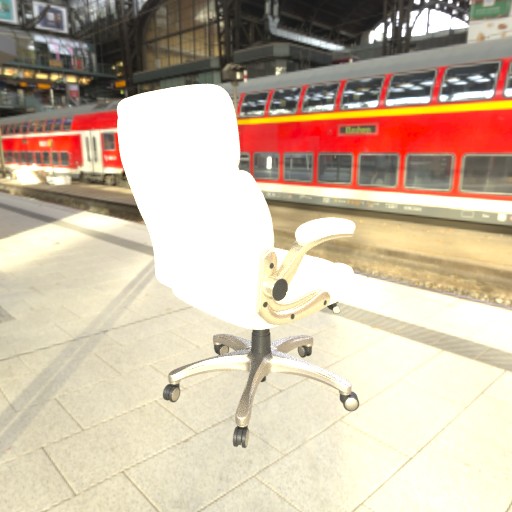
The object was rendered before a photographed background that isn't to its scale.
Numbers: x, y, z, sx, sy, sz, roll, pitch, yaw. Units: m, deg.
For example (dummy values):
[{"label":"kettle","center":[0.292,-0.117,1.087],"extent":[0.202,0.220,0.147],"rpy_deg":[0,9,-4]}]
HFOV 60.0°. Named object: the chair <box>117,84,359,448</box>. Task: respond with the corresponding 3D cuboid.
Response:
[{"label":"chair","center":[0.000,0.000,1.640],"extent":[0.794,1.110,0.740],"rpy_deg":[-13,19,-43]}]
